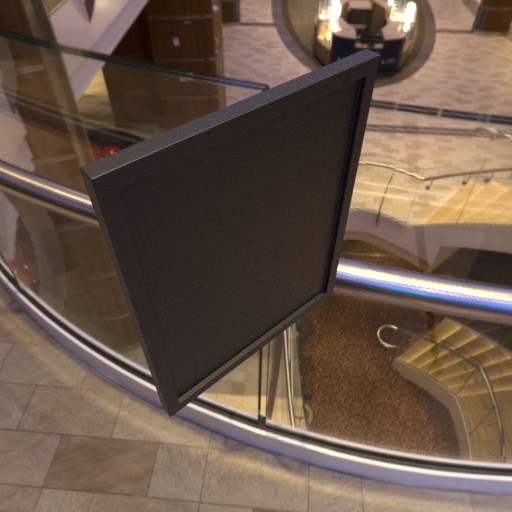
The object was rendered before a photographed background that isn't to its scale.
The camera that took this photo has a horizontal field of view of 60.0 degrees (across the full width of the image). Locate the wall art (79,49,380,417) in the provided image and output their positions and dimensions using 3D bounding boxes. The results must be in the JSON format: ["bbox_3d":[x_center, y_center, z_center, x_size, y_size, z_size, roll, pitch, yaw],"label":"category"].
[{"bbox_3d":[0.000,0.000,0.752,0.457,0.559,0.028,-32,54,-27],"label":"wall art"}]
